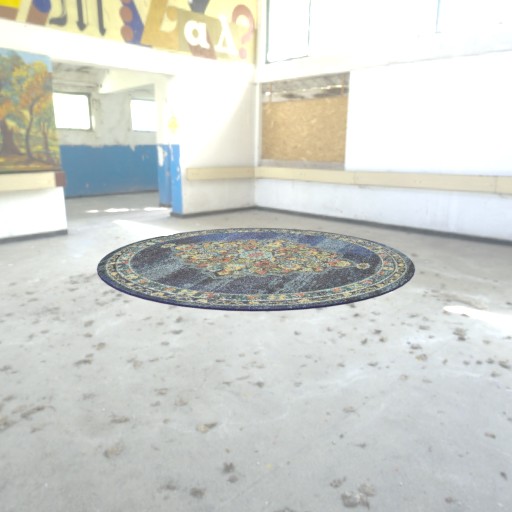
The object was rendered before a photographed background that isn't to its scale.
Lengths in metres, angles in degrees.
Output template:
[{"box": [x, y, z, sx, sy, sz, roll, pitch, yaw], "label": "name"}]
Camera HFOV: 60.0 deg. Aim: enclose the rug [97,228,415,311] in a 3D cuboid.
[{"box": [0.000, 0.000, 3.518, 2.386, 0.014, 2.386, 0, 14, 0], "label": "rug"}]
